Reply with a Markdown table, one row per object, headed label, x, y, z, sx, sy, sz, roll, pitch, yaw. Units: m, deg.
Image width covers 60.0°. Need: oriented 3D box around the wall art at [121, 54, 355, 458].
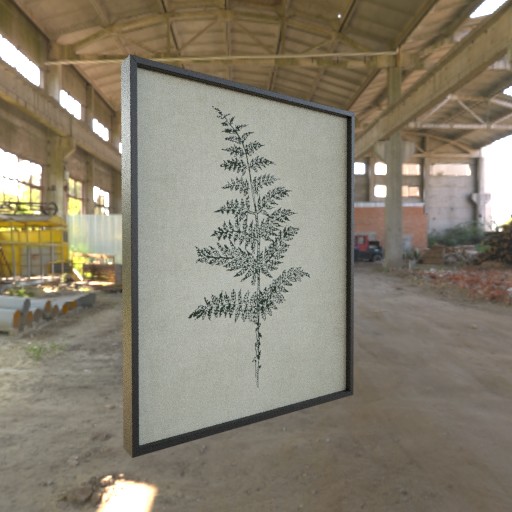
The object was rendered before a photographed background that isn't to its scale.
| label | x | y | z | sx | sy | sz | roll | pitch | yaw |
| --- | --- | --- | --- | --- | --- | --- | --- | --- | --- |
| wall art | 0.000 | 0.000 | 0.755 | 0.449 | 0.555 | 0.039 | -1 | 1 | -36 |
